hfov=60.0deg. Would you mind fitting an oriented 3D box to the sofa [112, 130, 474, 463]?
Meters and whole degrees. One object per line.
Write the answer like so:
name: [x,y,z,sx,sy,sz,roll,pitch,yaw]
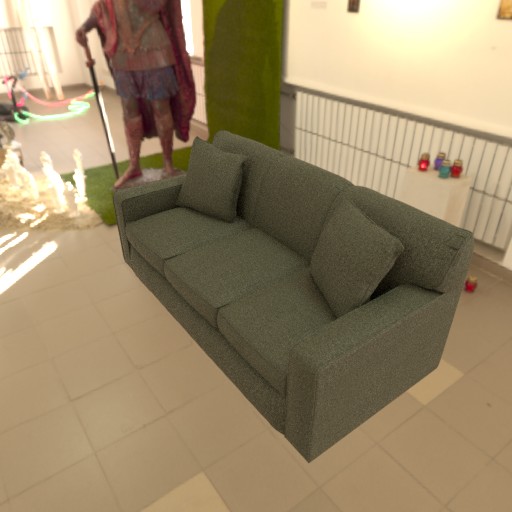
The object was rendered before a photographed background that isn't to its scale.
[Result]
sofa: [0.000,0.000,2.605,0.997,0.958,2.024,-21,38,-30]
